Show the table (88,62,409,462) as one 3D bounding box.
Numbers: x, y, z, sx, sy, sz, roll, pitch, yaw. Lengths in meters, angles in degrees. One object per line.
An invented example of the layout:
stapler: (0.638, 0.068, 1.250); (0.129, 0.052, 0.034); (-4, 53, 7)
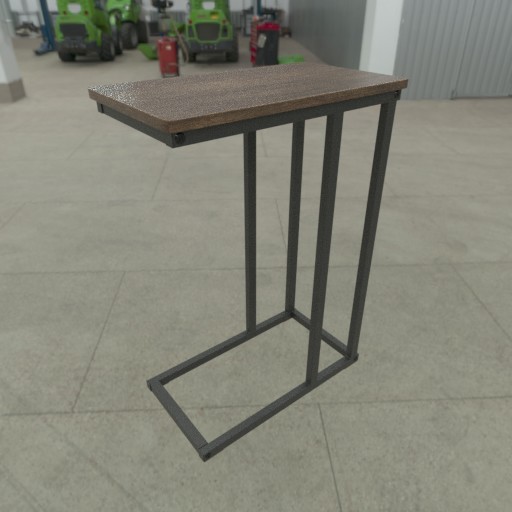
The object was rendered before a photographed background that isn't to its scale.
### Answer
table: (0.000, 0.000, 0.862); (0.450, 0.637, 0.254); (-22, 37, -32)
